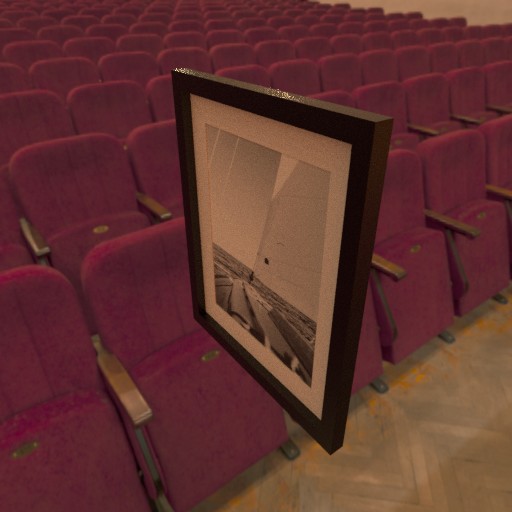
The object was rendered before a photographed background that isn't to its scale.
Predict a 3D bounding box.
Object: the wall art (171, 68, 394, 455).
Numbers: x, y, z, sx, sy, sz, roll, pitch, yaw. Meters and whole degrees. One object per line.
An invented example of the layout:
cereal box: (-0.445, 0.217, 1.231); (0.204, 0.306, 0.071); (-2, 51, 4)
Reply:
wall art: (0.000, 0.000, 0.776); (0.031, 0.558, 0.461); (-21, 37, -31)
